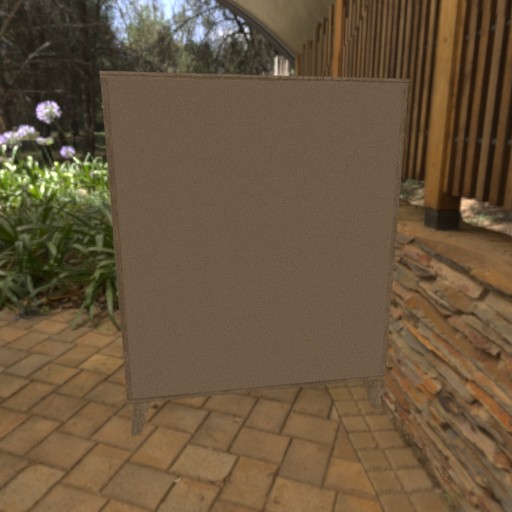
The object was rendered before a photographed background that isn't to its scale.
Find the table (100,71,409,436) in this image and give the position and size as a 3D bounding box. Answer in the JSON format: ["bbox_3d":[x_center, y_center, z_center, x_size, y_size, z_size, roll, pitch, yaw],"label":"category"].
[{"bbox_3d":[0.000,0.000,1.534,0.902,1.135,0.256,-3,15,-10],"label":"table"}]
